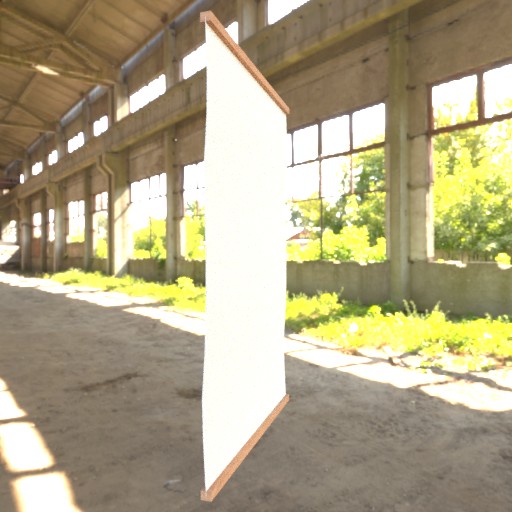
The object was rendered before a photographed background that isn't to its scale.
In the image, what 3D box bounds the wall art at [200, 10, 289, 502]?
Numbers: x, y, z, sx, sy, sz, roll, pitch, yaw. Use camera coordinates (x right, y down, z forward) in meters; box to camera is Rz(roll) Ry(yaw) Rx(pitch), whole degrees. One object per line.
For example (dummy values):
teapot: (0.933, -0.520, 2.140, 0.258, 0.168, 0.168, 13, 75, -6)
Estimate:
wall art: (0.000, 0.000, 0.618, 0.012, 0.508, 0.332, 0, 1, 18)
